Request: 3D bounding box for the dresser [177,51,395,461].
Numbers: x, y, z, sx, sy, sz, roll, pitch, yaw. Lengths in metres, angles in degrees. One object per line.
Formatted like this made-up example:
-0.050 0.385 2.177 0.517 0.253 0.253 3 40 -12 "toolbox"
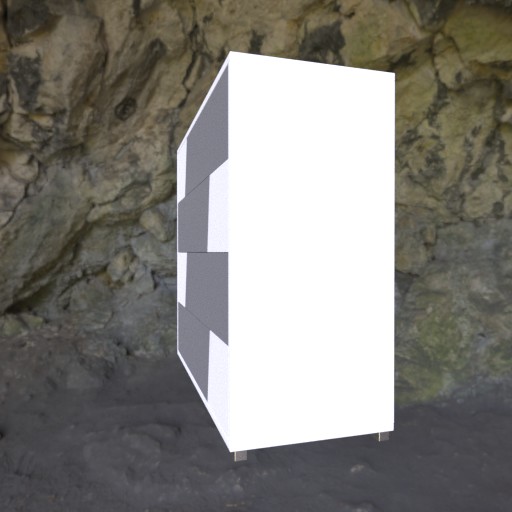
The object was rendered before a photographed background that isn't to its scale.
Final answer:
0.000 0.000 1.667 0.460 1.000 1.100 0 0 -17 "dresser"
